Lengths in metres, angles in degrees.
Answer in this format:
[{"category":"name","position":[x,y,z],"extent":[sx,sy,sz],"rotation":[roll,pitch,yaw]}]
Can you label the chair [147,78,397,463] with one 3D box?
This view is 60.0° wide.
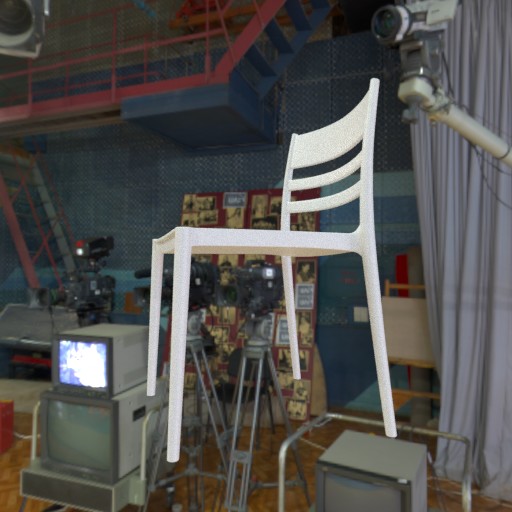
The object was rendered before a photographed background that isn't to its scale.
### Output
[{"category":"chair","position":[0.000,0.000,1.150],"extent":[0.511,0.800,0.531],"rotation":[0,-1,-19]}]
